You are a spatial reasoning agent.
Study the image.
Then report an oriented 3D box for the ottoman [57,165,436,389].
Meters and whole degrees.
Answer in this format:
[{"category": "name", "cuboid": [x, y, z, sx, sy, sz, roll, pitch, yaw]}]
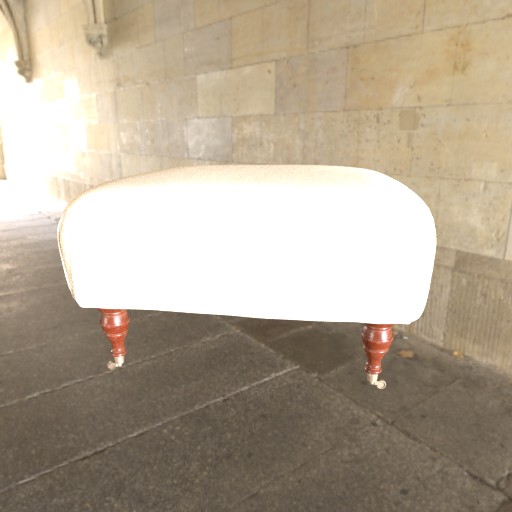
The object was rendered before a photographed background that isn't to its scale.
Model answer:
[{"category": "ottoman", "cuboid": [0.000, 0.000, 1.123, 0.747, 0.450, 0.622, 2, 15, 7]}]
